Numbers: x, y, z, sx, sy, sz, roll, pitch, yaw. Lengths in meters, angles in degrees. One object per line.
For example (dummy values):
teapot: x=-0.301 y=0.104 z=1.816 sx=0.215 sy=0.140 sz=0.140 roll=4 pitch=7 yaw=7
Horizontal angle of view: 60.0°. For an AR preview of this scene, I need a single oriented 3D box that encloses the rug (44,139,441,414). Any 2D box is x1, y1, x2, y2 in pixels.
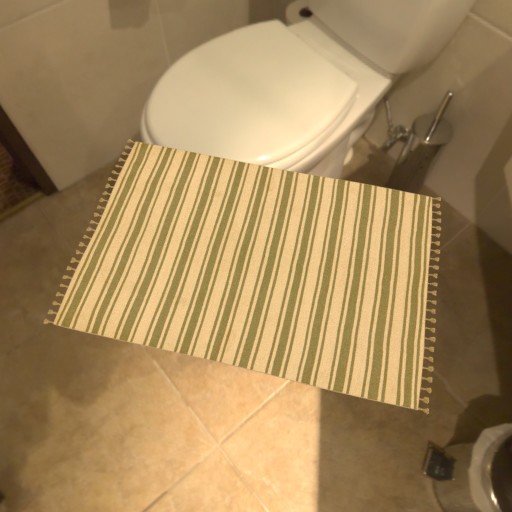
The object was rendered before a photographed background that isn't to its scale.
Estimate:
rug: x=0.000 y=0.000 z=3.017 sx=2.435 sy=0.018 sz=1.540 roll=12 pitch=64 yaw=6
